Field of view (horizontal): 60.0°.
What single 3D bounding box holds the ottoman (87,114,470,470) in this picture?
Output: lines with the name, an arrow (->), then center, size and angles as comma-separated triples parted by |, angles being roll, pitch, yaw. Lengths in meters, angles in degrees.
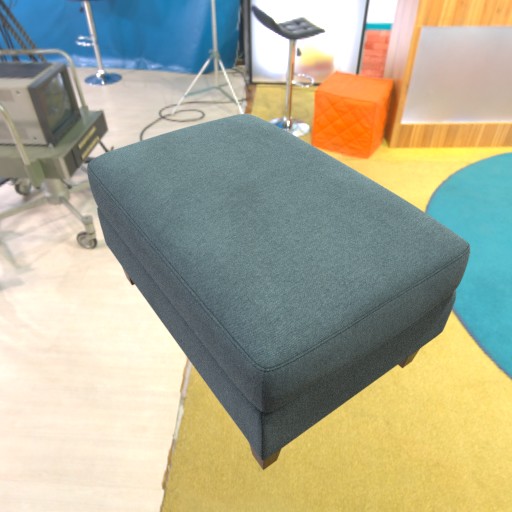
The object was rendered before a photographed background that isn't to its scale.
ottoman -> 0.000, 0.000, 1.191 | 0.584, 0.483, 0.864 | -25, 47, -26
